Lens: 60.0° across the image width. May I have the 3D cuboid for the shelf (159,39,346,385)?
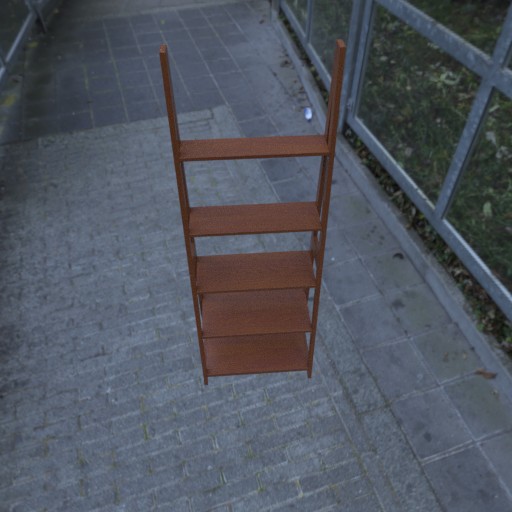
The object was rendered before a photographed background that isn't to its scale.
[{"bbox_3d":[0.000,0.000,2.053,0.630,1.780,0.356,-3,47,-3],"label":"shelf"}]
